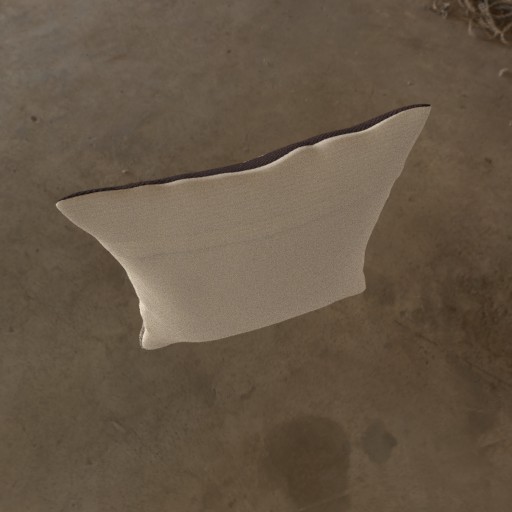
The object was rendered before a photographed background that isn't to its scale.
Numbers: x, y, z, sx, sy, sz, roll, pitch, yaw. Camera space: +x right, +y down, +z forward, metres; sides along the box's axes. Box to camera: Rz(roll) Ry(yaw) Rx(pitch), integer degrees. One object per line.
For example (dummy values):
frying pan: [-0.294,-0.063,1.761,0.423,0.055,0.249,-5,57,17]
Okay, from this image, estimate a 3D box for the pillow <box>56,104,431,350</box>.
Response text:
pillow: [0.000,0.000,0.718,0.475,0.473,0.178,-16,60,-9]
